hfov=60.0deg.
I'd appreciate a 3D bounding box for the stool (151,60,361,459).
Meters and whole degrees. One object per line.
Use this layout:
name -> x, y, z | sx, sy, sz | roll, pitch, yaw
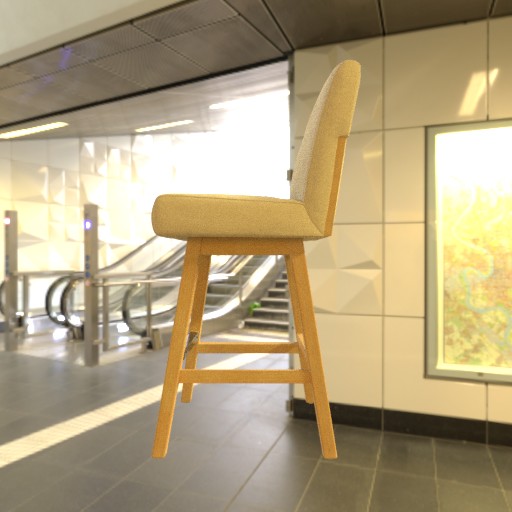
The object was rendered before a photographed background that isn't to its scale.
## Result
stool -> 0.000, 0.000, 1.322 | 0.543, 1.015, 0.446 | 0, 0, 0
